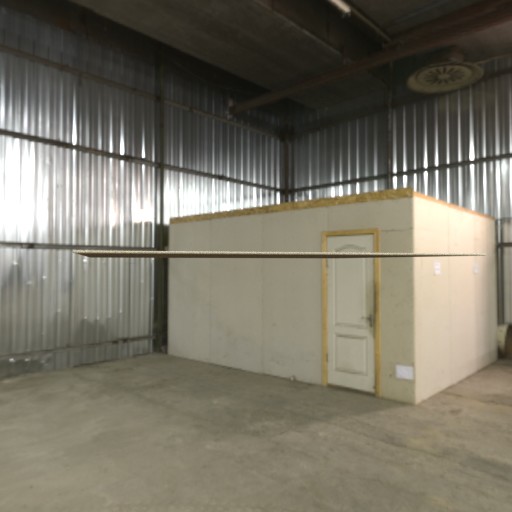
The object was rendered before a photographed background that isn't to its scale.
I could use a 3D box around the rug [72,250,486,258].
[{"bbox_3d":[0.000,0.000,4.195,3.050,0.015,2.441,0,-1,-18],"label":"rug"}]
